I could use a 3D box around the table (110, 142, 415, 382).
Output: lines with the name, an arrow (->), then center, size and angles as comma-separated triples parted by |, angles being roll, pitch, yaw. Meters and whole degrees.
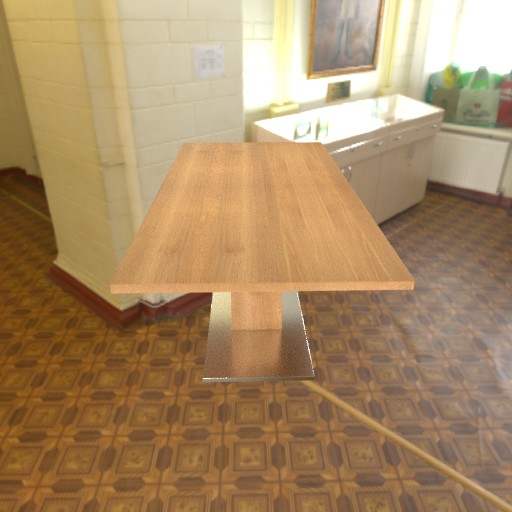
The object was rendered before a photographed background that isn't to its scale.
table -> 0.000, 0.000, 2.276 | 0.900, 0.750, 1.800 | -1, 27, -1
